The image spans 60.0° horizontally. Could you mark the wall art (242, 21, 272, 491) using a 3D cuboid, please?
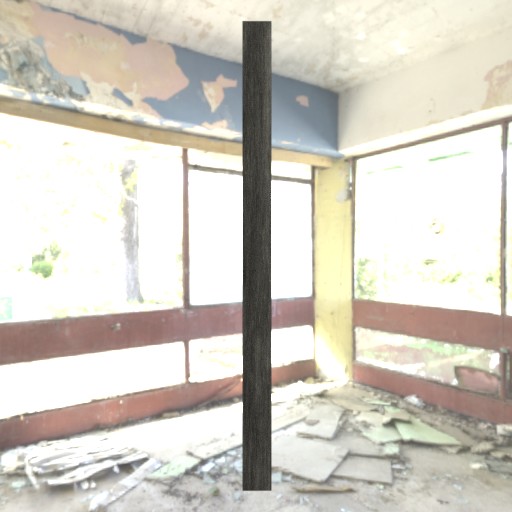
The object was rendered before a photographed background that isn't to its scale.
[{"bbox_3d":[0.000,0.000,1.339,0.063,1.016,0.762,0,0,0],"label":"wall art"}]
